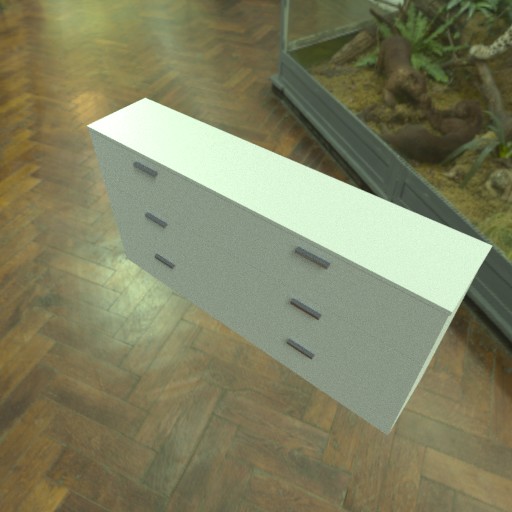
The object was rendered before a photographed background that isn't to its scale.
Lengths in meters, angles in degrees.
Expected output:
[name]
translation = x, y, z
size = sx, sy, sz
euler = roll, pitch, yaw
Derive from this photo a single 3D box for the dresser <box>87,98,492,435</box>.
[dresser]
translation = 0.000, 0.000, 1.846
size = 1.535, 0.790, 0.333
euler = 29, 52, 26
